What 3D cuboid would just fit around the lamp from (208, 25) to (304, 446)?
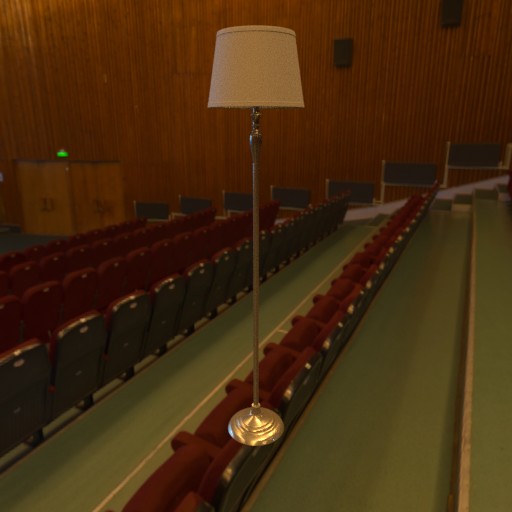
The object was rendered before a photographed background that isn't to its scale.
[{"bbox_3d":[0.000,0.000,1.655,0.327,1.506,0.327,8,19,24],"label":"lamp"}]
